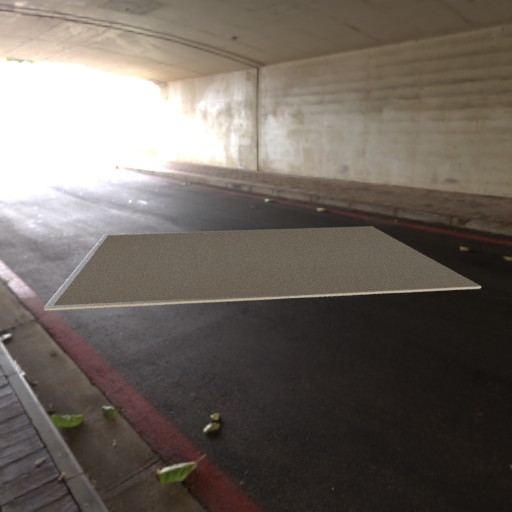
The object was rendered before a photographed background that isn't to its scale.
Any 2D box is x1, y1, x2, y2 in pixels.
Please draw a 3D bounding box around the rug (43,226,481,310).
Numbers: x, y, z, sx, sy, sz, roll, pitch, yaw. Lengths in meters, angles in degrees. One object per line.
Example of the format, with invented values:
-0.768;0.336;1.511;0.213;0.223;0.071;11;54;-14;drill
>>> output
0.000;0.000;2.960;2.244;0.017;1.532;-2;16;-7;rug
